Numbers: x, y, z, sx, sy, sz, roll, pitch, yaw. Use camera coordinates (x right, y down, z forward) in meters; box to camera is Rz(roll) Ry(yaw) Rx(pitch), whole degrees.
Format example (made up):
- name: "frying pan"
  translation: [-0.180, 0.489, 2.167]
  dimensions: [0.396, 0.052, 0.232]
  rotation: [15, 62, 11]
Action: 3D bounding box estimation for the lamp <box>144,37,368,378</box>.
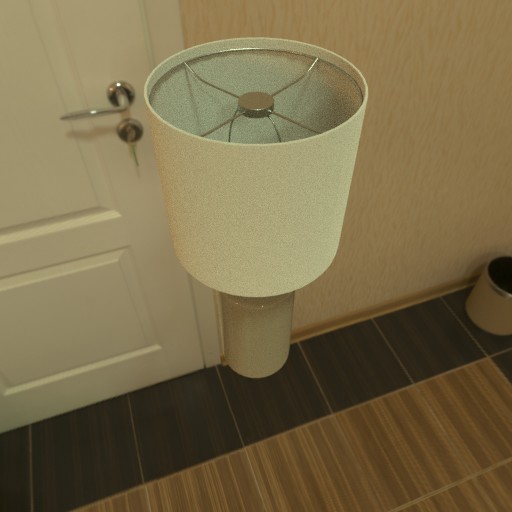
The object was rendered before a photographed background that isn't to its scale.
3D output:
- name: "lamp"
  translation: [0.000, 0.000, 0.606]
  dimensions: [0.212, 0.493, 0.212]
  rotation: [33, 55, 26]
